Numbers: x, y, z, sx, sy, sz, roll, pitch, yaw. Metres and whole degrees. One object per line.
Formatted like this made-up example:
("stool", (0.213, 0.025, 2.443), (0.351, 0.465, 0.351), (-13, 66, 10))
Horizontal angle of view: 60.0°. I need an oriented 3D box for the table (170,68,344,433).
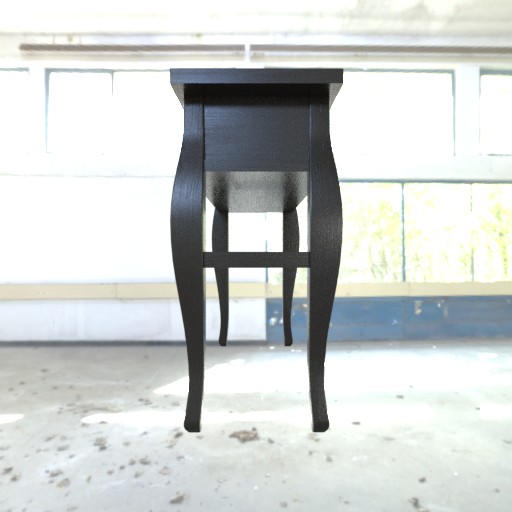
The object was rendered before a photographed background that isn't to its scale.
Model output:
("table", (0.000, 0.000, 1.437), (0.373, 0.768, 1.062), (0, 0, 0))
